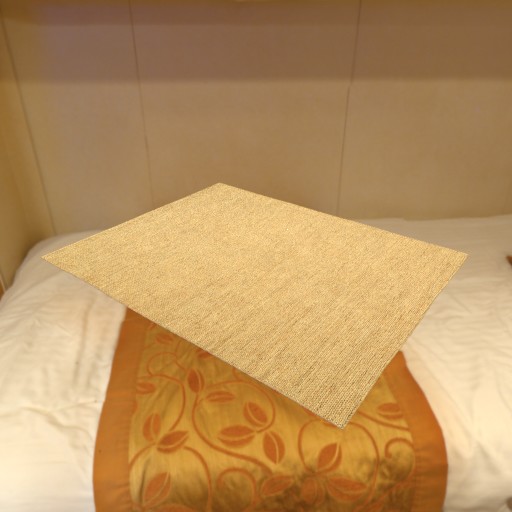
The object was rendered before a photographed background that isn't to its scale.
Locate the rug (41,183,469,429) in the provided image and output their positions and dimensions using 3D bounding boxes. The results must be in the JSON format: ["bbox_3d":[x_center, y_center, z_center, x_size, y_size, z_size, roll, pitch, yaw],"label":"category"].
[{"bbox_3d":[0.000,0.000,4.005,3.034,0.012,2.406,21,36,32],"label":"rug"}]
